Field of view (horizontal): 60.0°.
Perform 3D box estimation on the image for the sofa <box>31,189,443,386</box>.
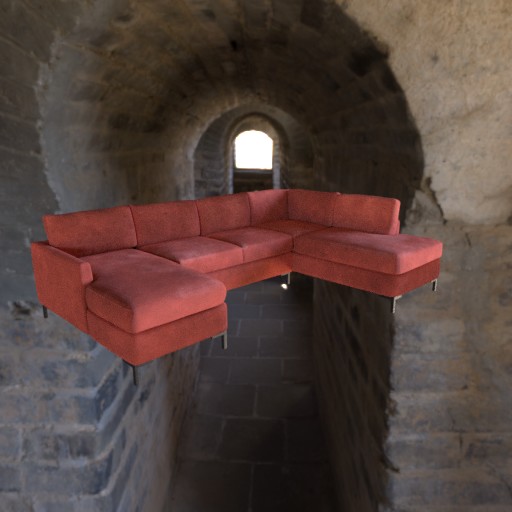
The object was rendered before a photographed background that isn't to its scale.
[{"bbox_3d":[0.000,0.000,3.765,2.971,0.858,1.981,-14,20,-43],"label":"sofa"}]
